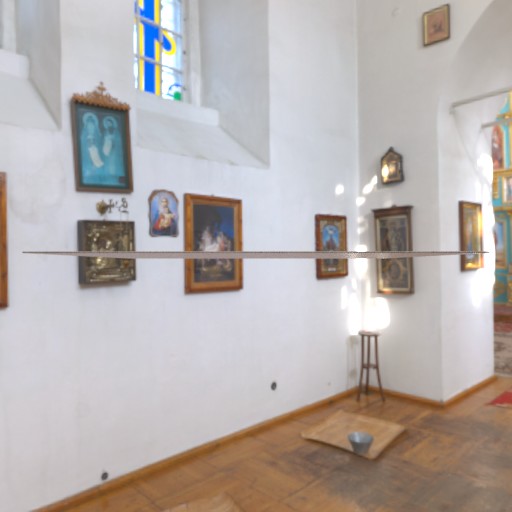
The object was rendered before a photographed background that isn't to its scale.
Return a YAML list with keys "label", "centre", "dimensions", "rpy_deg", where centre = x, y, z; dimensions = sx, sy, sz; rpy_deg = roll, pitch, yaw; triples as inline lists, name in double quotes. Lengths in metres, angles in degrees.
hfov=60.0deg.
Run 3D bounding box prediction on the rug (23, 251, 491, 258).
- label: "rug"
  centre: [0.000, 0.000, 4.108]
  dimensions: [3.072, 0.011, 2.451]
  rpy_deg: [0, -1, 1]
